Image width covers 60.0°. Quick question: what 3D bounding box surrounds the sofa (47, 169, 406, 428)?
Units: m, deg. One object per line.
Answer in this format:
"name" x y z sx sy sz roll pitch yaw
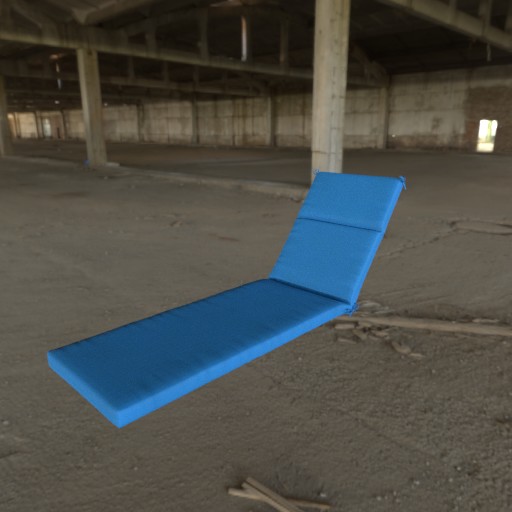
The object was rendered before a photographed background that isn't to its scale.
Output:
"sofa" 0.000 0.000 1.933 0.582 0.622 1.663 15 22 42
